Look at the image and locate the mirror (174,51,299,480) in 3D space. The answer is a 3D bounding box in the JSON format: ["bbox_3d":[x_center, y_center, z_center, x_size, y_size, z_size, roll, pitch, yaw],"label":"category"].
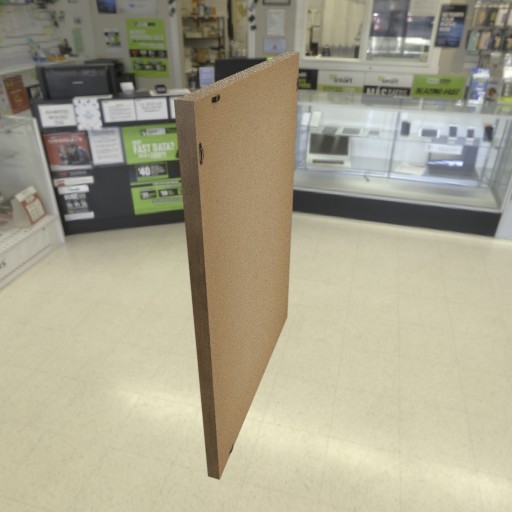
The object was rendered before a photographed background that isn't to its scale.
[{"bbox_3d":[0.000,0.000,1.294,0.041,1.016,0.762,9,32,15],"label":"mirror"}]
